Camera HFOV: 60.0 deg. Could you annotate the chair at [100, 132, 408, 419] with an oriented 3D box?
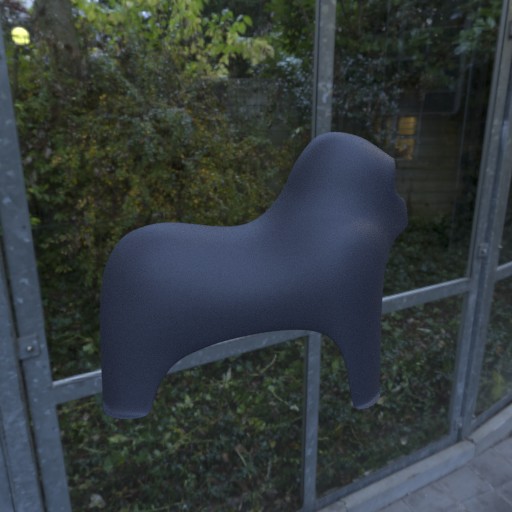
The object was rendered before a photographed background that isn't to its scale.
[{"bbox_3d":[0.000,0.000,1.112,0.758,0.600,0.490,-3,15,-10],"label":"chair"}]
